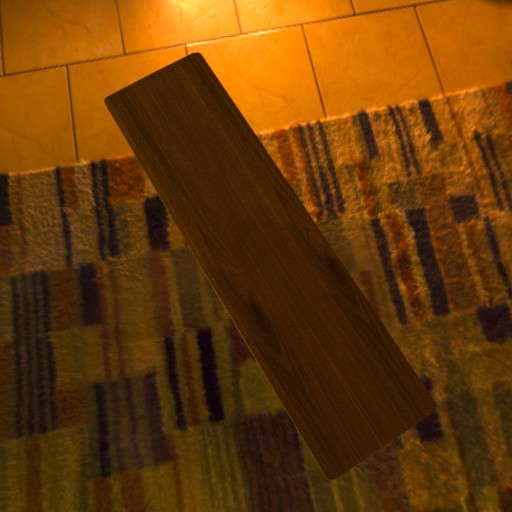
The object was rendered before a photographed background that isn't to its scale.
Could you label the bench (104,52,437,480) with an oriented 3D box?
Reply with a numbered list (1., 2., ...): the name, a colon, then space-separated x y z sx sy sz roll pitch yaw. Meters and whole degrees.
1. bench: 0.000 0.000 1.776 0.425 0.462 1.570 -31 78 -7
